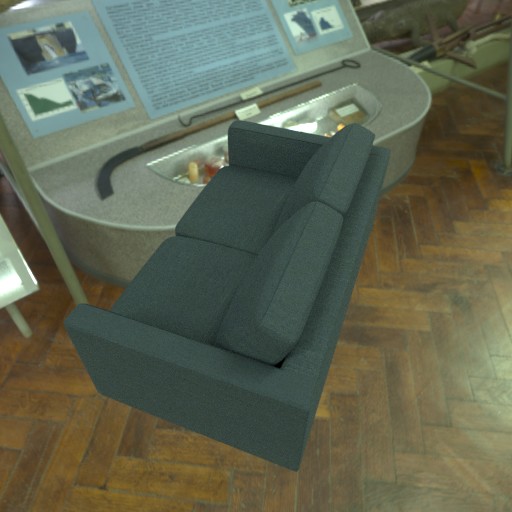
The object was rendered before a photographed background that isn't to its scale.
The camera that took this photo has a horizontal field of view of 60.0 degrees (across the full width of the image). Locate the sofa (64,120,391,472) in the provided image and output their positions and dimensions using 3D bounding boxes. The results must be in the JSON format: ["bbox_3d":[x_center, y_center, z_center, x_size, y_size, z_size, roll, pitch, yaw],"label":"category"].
[{"bbox_3d":[0.000,0.000,2.256,0.999,0.907,1.659,15,47,15],"label":"sofa"}]
